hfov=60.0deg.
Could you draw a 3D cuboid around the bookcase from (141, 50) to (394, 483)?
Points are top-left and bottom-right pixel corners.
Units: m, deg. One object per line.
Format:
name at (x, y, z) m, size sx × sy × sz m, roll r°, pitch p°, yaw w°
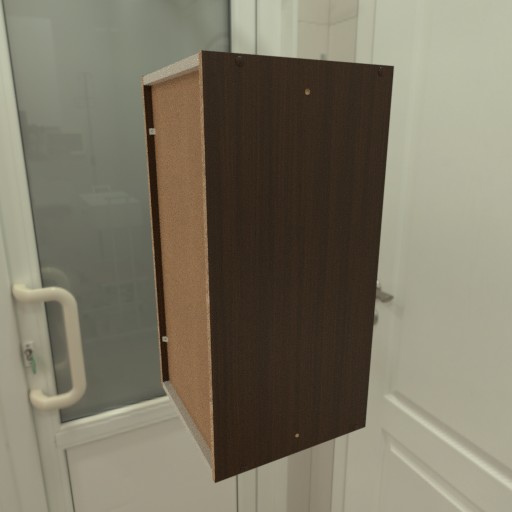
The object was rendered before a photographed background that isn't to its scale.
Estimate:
bookcase at (0.000, 0.000, 0.777) m, size 0.290 × 0.600 × 0.300 m, roll -8°, pitch 18°, yaw -26°
